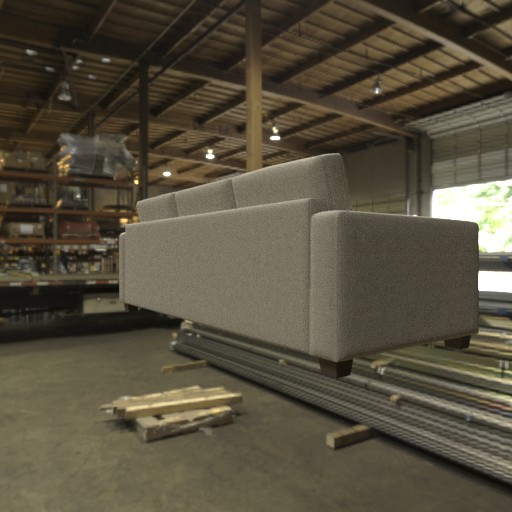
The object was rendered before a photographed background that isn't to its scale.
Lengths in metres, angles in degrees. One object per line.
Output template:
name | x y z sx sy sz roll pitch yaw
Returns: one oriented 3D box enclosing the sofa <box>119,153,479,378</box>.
sofa | 0.000 0.000 2.559 0.900 0.800 2.160 0 1 -35
